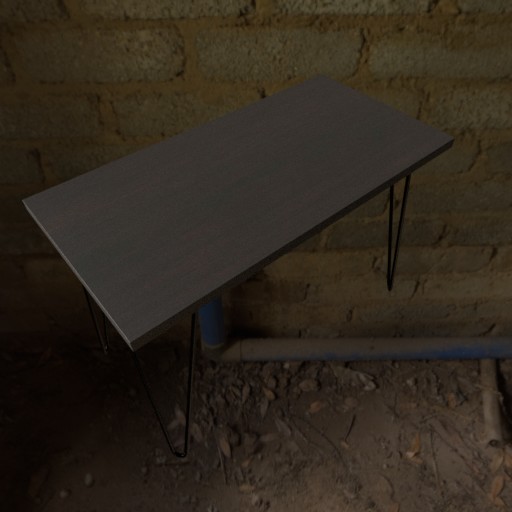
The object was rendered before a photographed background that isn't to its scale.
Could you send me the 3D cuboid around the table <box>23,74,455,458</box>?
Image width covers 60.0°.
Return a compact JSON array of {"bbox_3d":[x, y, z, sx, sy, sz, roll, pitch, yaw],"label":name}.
[{"bbox_3d":[0.000,0.000,1.352,0.991,0.660,0.499,-32,55,-26],"label":"table"}]
